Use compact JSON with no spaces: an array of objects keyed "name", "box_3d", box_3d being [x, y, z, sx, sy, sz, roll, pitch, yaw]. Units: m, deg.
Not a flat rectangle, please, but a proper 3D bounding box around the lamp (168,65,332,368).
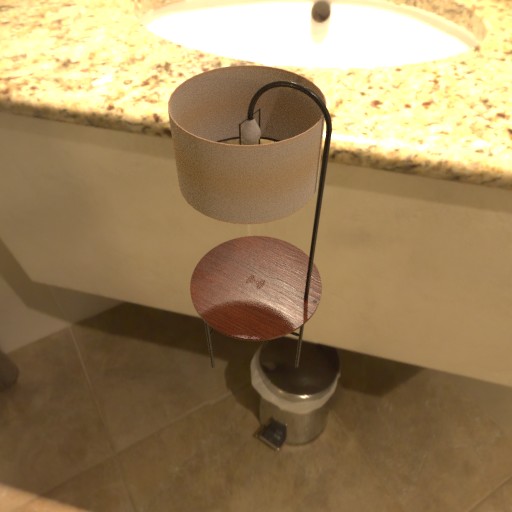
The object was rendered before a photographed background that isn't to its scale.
[{"name":"lamp","box_3d":[0.000,0.000,1.809,0.573,1.517,0.573,0,48,0]}]
